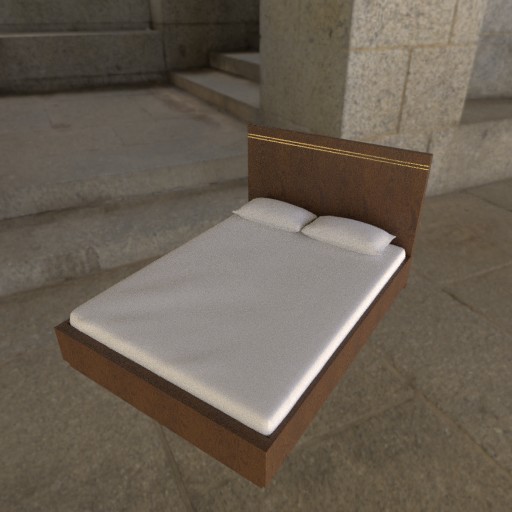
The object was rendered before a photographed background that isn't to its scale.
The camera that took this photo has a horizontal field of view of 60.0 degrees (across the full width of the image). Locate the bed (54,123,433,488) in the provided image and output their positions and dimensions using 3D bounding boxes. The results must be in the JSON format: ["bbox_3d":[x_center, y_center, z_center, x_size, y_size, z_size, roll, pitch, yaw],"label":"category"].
[{"bbox_3d":[0.000,0.000,3.106,1.613,1.169,2.221,19,35,29],"label":"bed"}]
